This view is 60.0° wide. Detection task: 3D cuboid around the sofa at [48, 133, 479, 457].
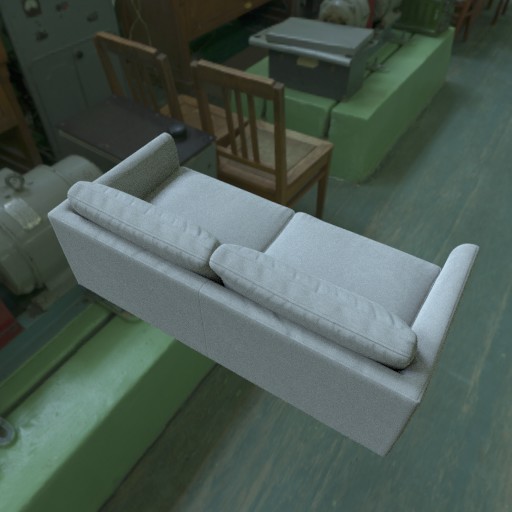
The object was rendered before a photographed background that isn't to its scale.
[{"bbox_3d":[0.000,0.000,2.676,2.588,0.838,1.090,24,51,21],"label":"sofa"}]
